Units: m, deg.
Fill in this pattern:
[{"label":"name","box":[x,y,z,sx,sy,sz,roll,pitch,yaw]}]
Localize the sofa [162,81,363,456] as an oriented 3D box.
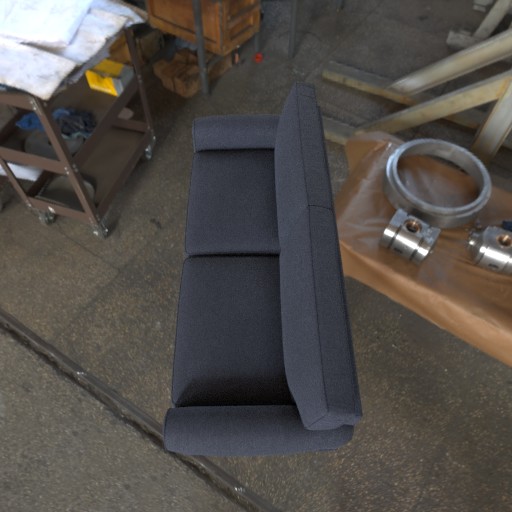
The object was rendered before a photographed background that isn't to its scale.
[{"label":"sofa","box":[0.000,0.000,2.848,0.954,1.026,2.391,-1,57,0]}]
